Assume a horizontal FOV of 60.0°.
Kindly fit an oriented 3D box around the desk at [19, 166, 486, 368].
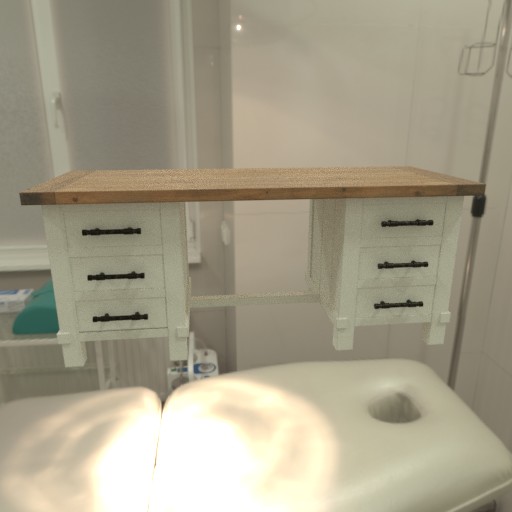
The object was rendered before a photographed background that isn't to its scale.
[{"bbox_3d":[0.000,0.000,2.141,1.803,0.760,0.688,-2,18,-7],"label":"desk"}]
